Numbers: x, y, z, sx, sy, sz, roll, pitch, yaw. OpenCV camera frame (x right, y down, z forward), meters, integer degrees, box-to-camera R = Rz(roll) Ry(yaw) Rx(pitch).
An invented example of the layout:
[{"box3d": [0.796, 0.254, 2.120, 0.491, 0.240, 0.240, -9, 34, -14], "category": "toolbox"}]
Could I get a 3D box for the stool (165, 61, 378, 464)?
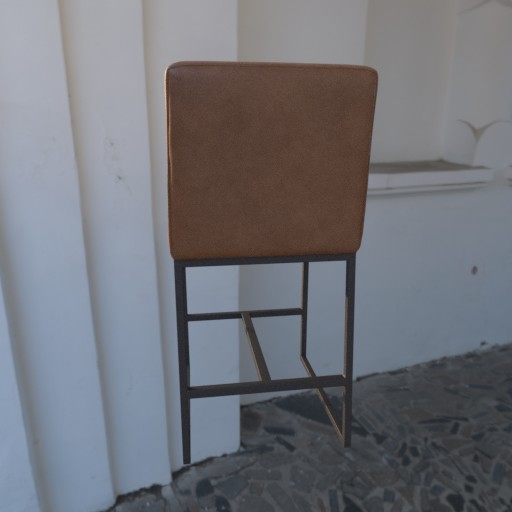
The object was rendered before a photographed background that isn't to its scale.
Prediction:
[{"box3d": [0.000, 0.000, 1.240, 0.458, 0.940, 0.556, -2, 16, -8], "category": "stool"}]
